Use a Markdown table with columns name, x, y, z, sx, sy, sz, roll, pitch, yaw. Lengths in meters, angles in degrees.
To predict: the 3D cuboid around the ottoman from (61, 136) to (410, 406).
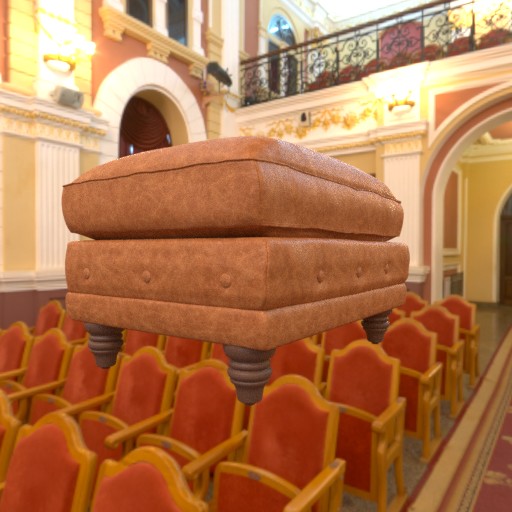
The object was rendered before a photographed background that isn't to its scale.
| name | x | y | z | sx | sy | sz | roll | pitch | yaw |
| --- | --- | --- | --- | --- | --- | --- | --- | --- | --- |
| ottoman | 0.000 | 0.000 | 1.072 | 0.533 | 0.480 | 0.710 | 1 | 1 | 35 |
